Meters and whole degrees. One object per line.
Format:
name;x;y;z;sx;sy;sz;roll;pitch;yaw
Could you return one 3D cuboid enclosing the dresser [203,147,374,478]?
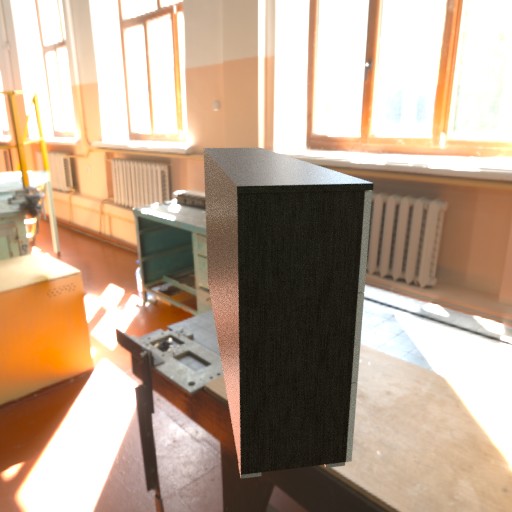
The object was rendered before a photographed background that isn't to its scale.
dresser;0.000;0.000;1.834;0.333;0.790;1.535;-3;17;-9
